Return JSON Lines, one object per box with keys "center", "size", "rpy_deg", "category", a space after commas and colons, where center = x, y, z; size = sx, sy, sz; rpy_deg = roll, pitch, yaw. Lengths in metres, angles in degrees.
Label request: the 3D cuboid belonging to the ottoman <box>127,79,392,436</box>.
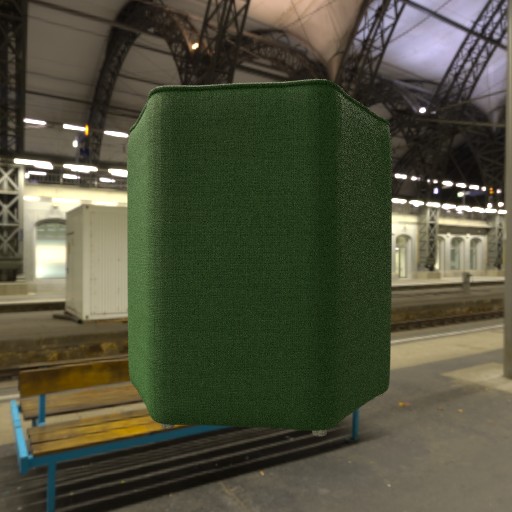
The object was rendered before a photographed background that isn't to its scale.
{"center": [0.000, 0.000, 0.835], "size": [0.444, 0.507, 0.499], "rpy_deg": [0, 0, 36], "category": "ottoman"}
